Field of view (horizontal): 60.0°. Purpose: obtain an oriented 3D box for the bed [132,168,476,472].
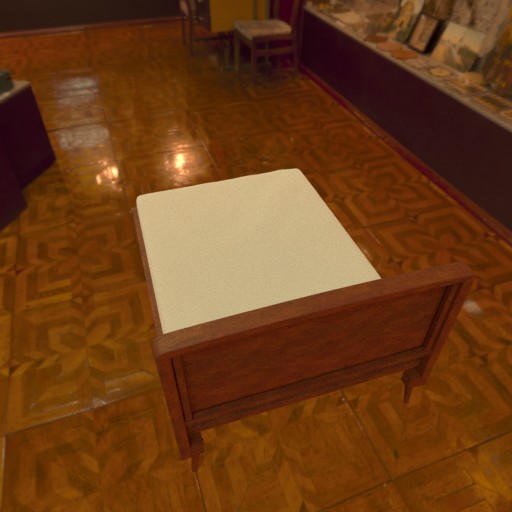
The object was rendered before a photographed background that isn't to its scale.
[{"bbox_3d":[0.000,0.000,3.184,1.587,1.275,2.196,-12,44,-13],"label":"bed"}]
